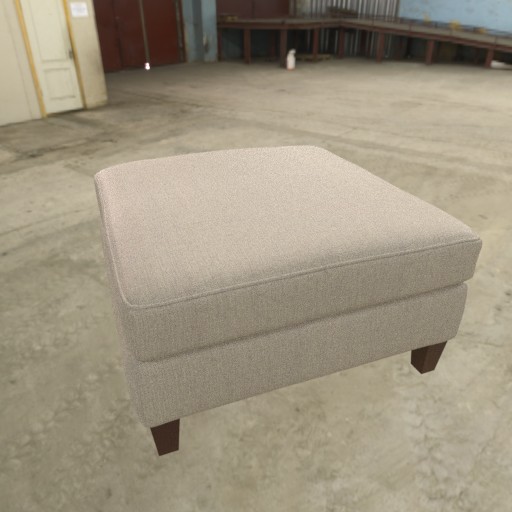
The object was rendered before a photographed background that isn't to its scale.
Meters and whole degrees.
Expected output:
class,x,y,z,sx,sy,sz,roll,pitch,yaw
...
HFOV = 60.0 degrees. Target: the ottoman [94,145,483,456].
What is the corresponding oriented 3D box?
class,x,y,z,sx,sy,sz,roll,pitch,yaw
ottoman,0.000,0.000,1.308,0.838,0.481,0.838,-11,31,-18
